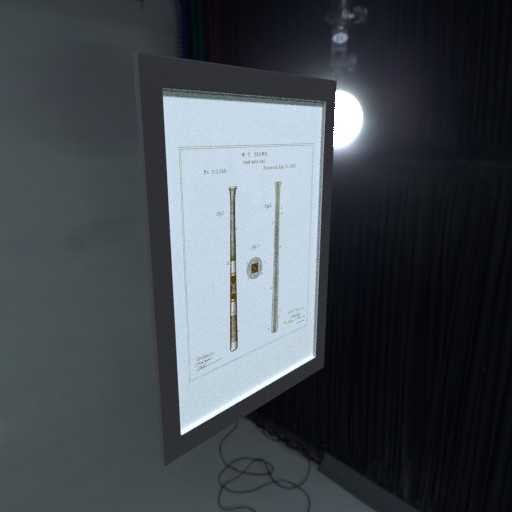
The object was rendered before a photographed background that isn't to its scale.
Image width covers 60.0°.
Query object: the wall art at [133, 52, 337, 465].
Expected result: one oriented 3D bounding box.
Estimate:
[{"bbox_3d":[0.000,0.000,0.677,0.012,0.529,0.374,14,21,42],"label":"wall art"}]
